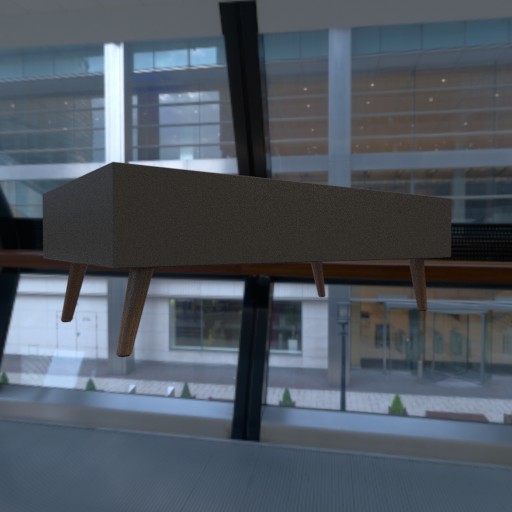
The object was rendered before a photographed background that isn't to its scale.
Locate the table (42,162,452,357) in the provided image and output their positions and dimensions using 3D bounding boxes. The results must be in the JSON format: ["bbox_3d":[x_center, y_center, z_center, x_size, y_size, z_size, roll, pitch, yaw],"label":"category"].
[{"bbox_3d":[0.000,0.000,1.505,1.201,0.404,0.703,-1,2,-36],"label":"table"}]
